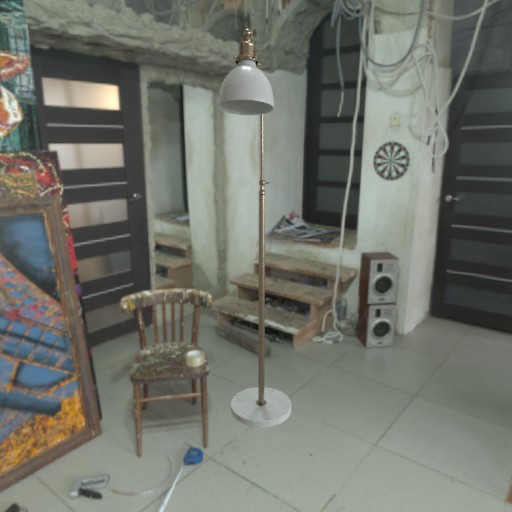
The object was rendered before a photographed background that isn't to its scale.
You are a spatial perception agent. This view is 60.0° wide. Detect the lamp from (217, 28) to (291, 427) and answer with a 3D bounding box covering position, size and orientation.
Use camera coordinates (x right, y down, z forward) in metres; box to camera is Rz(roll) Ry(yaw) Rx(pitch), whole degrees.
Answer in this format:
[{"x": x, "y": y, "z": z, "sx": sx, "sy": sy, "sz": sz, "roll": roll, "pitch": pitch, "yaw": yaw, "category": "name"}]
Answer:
[{"x": 0.000, "y": 0.000, "z": 1.776, "sx": 0.288, "sy": 1.586, "sz": 0.599, "roll": 2, "pitch": 14, "yaw": 9, "category": "lamp"}]
